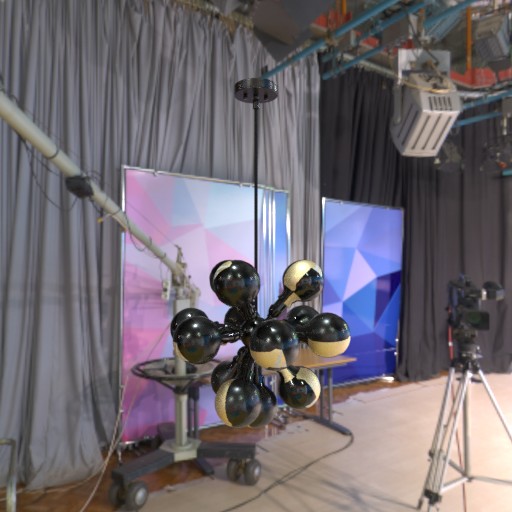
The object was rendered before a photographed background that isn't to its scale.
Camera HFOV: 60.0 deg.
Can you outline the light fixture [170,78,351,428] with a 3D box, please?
[{"bbox_3d":[0.000,0.000,1.120,0.468,0.859,0.420,0,-1,17],"label":"light fixture"}]
